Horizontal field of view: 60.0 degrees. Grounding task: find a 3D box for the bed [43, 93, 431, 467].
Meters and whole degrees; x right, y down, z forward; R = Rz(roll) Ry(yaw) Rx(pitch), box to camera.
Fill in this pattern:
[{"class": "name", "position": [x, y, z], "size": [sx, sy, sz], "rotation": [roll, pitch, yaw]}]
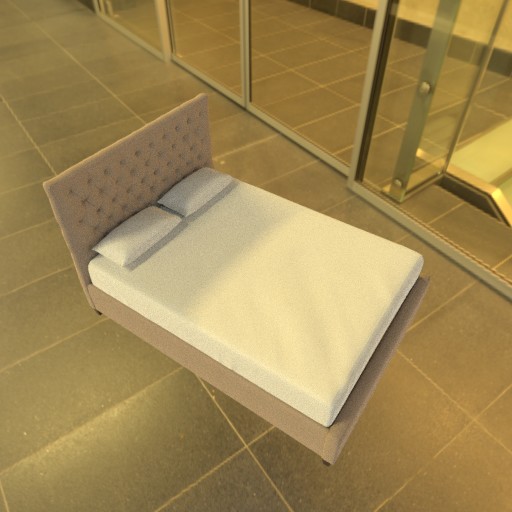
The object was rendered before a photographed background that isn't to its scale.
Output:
[{"class": "bed", "position": [0.000, 0.000, 3.466], "size": [2.387, 1.427, 1.698], "rotation": [26, 50, 24]}]
